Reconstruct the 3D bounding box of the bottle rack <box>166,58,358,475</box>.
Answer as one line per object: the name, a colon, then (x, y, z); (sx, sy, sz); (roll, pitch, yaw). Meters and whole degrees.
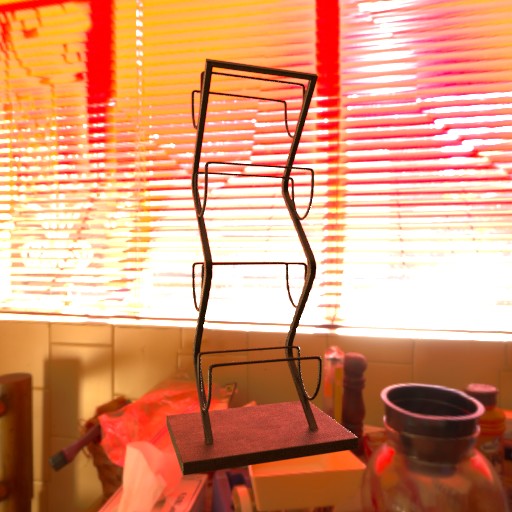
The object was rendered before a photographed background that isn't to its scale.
bottle rack: (0.000, 0.000, 0.687); (0.254, 0.559, 0.178); (0, 0, -18)
